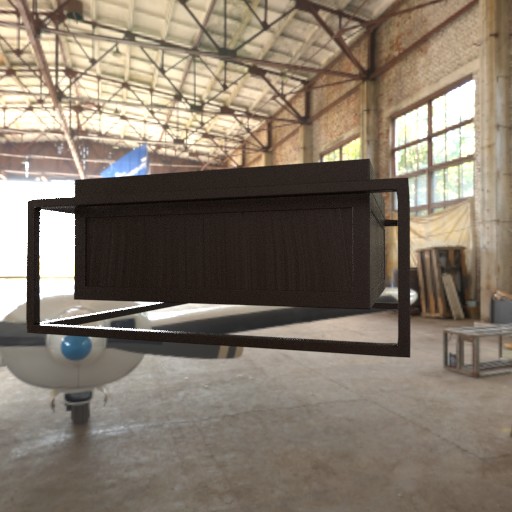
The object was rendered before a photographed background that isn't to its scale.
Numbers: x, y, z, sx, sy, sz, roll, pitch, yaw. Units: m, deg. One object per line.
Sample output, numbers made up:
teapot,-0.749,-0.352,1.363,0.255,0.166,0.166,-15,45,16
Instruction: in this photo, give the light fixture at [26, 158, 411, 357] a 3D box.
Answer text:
light fixture,0.000,0.000,0.678,0.441,0.191,0.441,0,-1,19
